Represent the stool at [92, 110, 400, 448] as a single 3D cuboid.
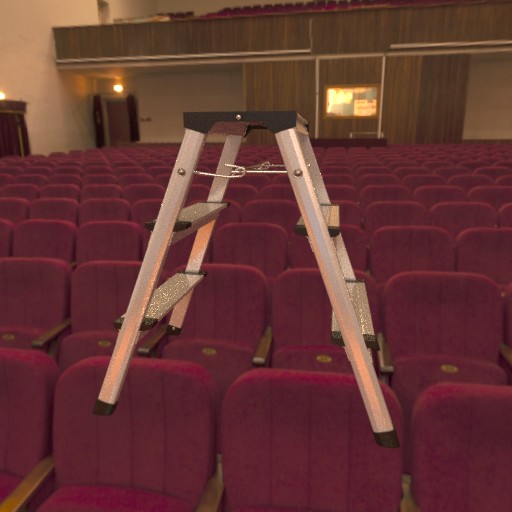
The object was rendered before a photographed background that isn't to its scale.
[{"bbox_3d":[0.000,0.000,1.010,0.622,0.605,0.437,2,14,10],"label":"stool"}]
